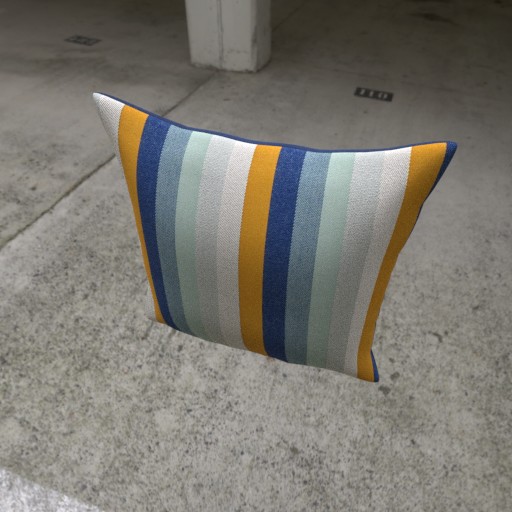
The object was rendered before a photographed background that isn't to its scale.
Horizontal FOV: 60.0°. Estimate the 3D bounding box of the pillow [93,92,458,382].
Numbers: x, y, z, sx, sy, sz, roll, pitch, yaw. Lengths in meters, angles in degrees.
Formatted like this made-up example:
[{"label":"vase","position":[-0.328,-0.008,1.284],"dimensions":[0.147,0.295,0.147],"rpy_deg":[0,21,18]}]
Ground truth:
[{"label":"pillow","position":[0.000,0.000,0.685],"dimensions":[0.463,0.454,0.173],"rpy_deg":[13,43,14]}]
